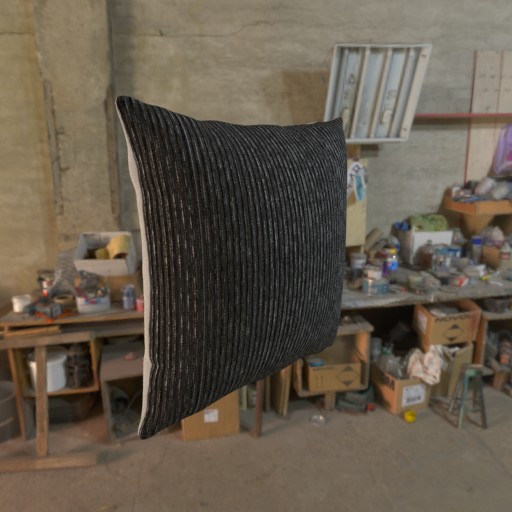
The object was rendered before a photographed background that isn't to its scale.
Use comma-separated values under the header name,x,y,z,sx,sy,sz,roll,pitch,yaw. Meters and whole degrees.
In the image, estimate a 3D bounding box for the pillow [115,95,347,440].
name,x,y,z,sx,sy,sz,roll,pitch,yaw
pillow,0.000,0.000,0.683,0.433,0.434,0.196,-13,18,-43
